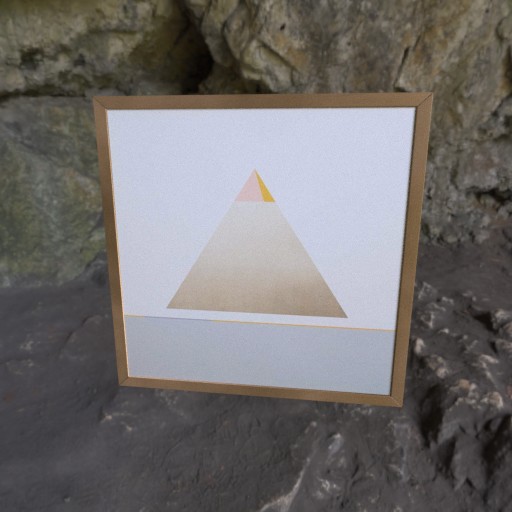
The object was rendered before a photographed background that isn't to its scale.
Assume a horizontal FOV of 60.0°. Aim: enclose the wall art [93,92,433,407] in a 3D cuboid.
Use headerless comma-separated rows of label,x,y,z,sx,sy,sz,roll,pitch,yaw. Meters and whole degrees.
wall art,0.000,0.000,0.747,0.513,0.511,0.038,2,15,7
